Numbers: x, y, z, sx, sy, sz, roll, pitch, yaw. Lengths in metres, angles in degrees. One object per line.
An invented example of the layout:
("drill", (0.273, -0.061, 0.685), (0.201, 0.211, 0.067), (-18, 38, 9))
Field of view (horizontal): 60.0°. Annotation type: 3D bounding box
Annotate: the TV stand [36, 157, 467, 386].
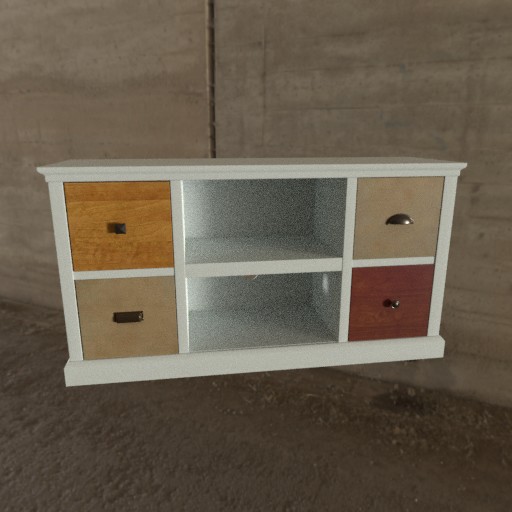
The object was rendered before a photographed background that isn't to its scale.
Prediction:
("TV stand", (0.000, 0.000, 1.480), (1.187, 0.624, 0.424), (-2, 16, -8))
